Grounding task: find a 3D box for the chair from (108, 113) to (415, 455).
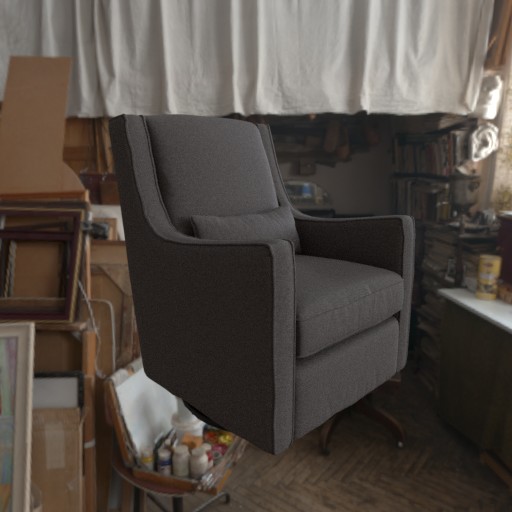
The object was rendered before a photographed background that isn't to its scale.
[{"bbox_3d":[0.000,0.000,1.571,0.879,0.993,0.732,12,18,44],"label":"chair"}]
